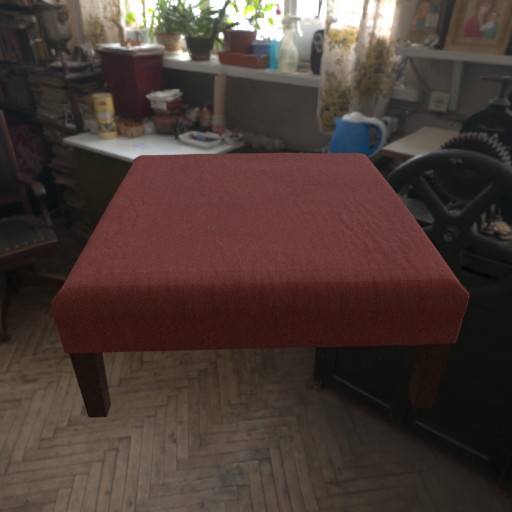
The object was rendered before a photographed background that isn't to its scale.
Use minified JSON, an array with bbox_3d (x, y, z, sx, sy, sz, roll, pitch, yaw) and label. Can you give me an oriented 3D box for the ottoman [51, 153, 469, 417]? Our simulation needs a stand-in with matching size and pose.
[{"bbox_3d":[0.000,0.000,1.383,0.889,0.411,0.890,-1,32,-2],"label":"ottoman"}]
